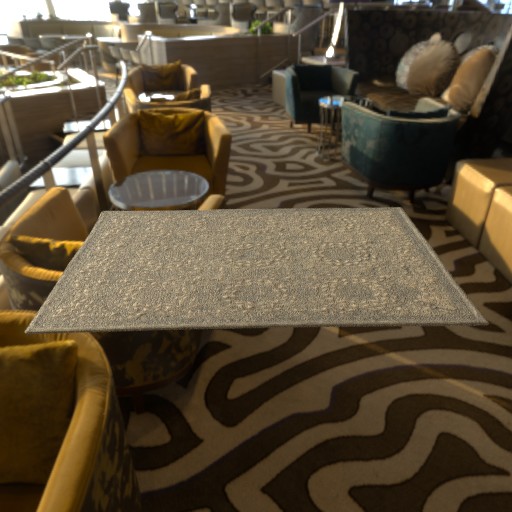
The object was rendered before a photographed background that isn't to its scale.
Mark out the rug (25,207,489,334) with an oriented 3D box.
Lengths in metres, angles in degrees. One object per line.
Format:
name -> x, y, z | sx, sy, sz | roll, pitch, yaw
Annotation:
rug -> 0.000, 0.000, 3.030 | 2.498, 0.022, 1.535 | -1, 30, -1
